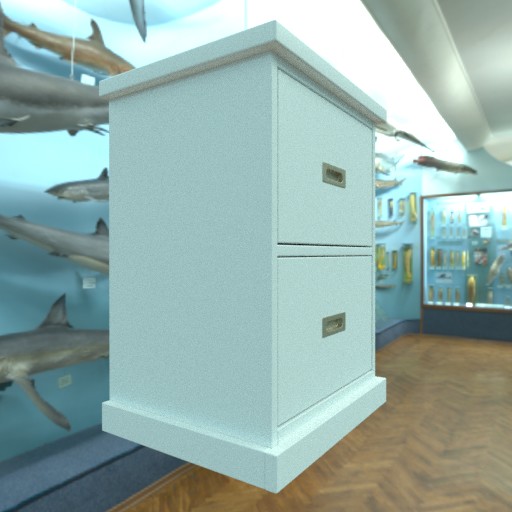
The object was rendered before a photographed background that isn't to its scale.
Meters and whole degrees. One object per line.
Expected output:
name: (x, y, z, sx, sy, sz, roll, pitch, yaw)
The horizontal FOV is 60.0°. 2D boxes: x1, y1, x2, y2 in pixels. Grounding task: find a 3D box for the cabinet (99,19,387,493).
cabinet: (0.000, 0.000, 1.007, 0.431, 0.723, 0.520, 0, 0, 35)
